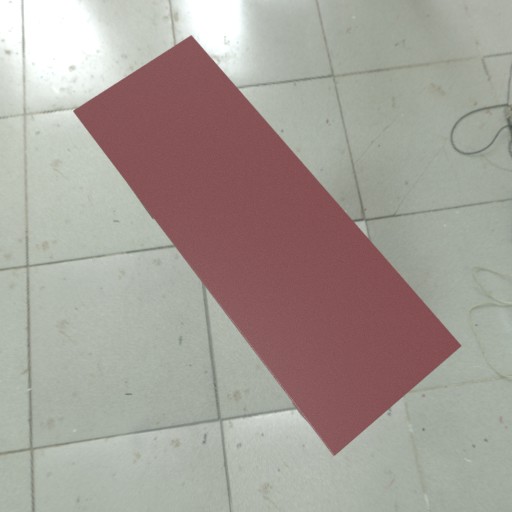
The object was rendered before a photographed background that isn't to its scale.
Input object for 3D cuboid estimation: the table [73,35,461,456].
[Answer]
[{"bbox_3d":[0.000,0.000,1.461,0.397,0.753,1.068,-37,79,-9],"label":"table"}]
